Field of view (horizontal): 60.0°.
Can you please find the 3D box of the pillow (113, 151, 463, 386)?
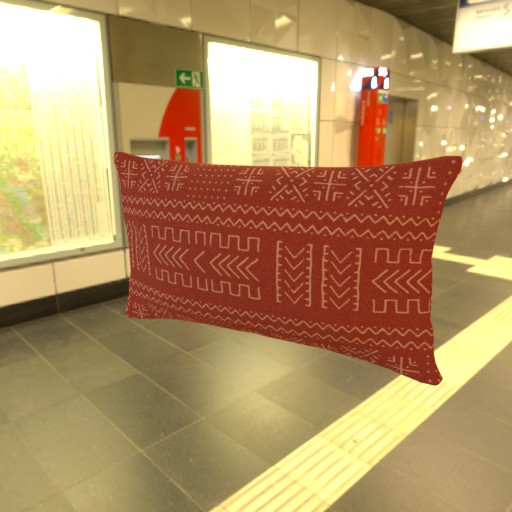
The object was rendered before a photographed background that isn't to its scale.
[{"bbox_3d":[0.000,0.000,0.779,0.640,0.352,0.130,7,16,26],"label":"pillow"}]
